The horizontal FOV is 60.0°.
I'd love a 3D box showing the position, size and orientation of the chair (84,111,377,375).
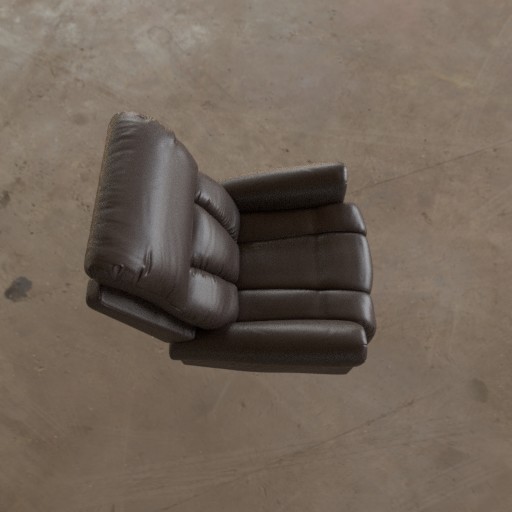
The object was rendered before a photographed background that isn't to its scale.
[{"bbox_3d":[0.000,0.000,1.744,0.978,1.028,0.869,0,64,0],"label":"chair"}]
